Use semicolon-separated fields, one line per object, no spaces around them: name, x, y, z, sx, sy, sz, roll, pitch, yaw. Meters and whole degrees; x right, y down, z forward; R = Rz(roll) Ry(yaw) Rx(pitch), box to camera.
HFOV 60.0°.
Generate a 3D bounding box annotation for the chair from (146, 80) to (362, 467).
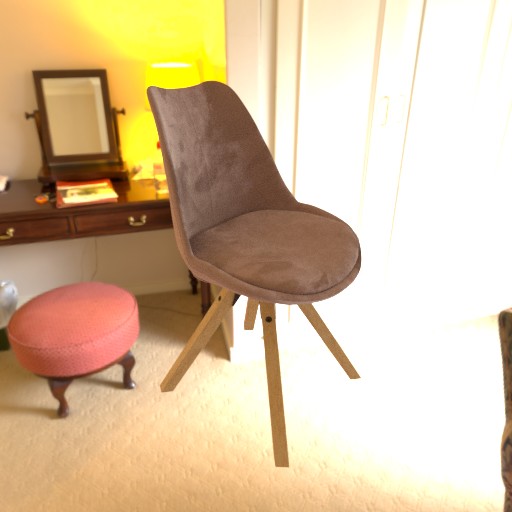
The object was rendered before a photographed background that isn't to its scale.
chair;0.000;0.000;1.199;0.550;0.850;0.485;19;32;33
